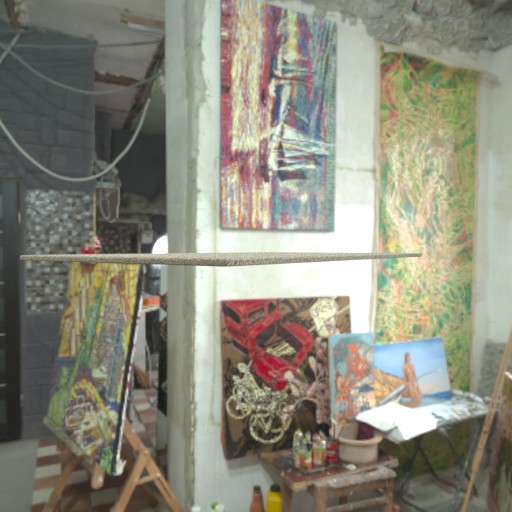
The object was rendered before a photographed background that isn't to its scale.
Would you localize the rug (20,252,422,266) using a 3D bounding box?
[{"bbox_3d":[0.000,0.000,3.023,1.524,0.030,2.438,1,1,36],"label":"rug"}]
